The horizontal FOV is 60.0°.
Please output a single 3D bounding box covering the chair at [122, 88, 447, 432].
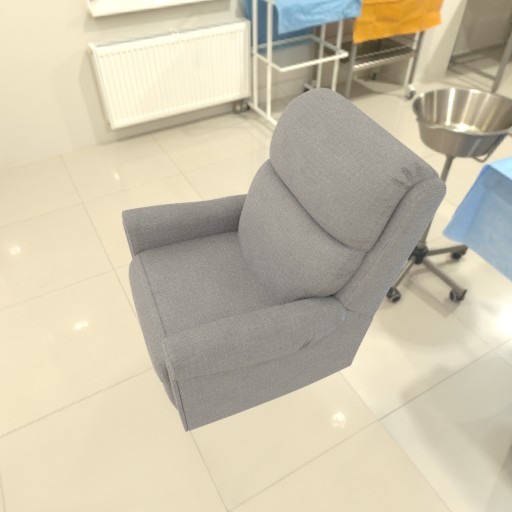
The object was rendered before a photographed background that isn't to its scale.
[{"bbox_3d":[0.000,0.000,1.793,1.014,1.054,0.838,-16,47,-16],"label":"chair"}]
